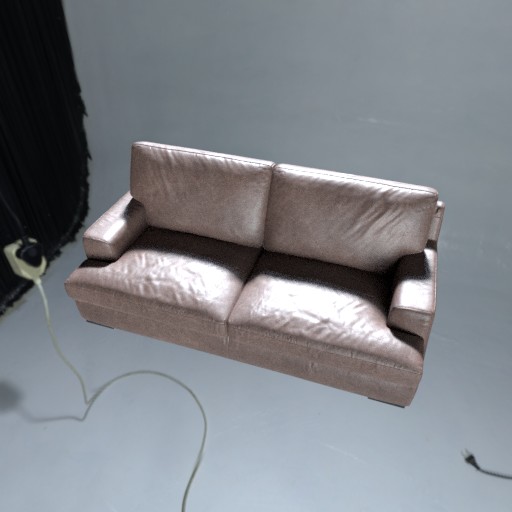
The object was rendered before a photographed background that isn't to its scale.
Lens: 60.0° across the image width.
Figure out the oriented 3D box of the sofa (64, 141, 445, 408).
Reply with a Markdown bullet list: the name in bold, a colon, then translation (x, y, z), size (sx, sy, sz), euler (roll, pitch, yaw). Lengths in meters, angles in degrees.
- **sofa**: translation (0.000, 0.000, 2.871), size (2.261, 0.941, 1.143), euler (12, 43, 13)
